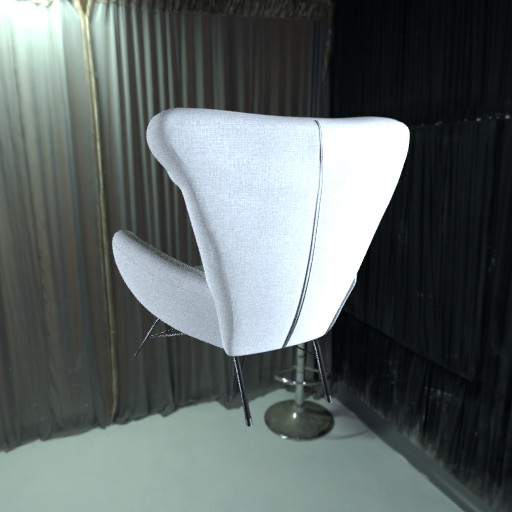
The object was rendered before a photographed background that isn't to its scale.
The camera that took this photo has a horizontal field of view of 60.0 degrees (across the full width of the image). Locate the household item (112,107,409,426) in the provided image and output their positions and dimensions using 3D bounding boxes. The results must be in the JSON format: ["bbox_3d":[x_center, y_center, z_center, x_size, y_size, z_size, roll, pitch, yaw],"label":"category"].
[{"bbox_3d":[0.000,0.000,1.774,0.980,1.050,0.900,-7,15,-27],"label":"household item"}]
